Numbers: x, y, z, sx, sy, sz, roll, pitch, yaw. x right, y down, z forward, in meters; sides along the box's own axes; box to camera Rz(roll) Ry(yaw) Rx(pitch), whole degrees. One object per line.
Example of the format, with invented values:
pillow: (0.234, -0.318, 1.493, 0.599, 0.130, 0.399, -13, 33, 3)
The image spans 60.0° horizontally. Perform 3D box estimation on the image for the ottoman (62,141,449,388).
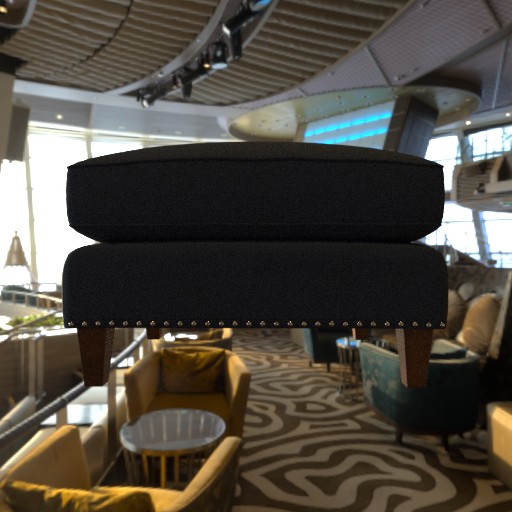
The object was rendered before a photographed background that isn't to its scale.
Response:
ottoman: (0.000, 0.000, 1.124, 0.741, 0.513, 0.584, 0, 0, 1)
